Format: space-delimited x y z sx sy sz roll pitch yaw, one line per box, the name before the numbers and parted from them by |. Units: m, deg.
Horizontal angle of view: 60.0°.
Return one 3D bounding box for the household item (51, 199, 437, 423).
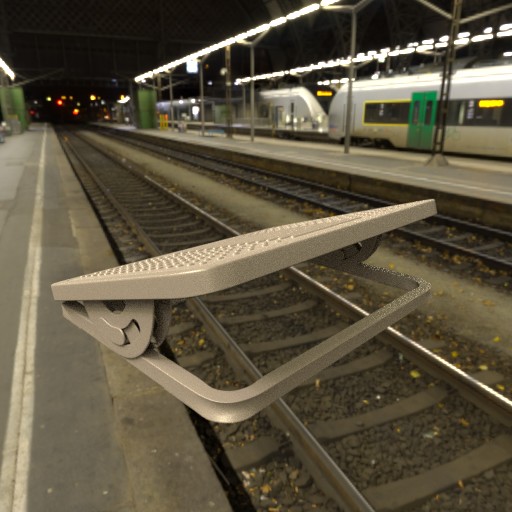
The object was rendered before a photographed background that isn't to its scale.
household item | 0.000 0.000 0.530 0.301 0.126 0.390 17 24 42
